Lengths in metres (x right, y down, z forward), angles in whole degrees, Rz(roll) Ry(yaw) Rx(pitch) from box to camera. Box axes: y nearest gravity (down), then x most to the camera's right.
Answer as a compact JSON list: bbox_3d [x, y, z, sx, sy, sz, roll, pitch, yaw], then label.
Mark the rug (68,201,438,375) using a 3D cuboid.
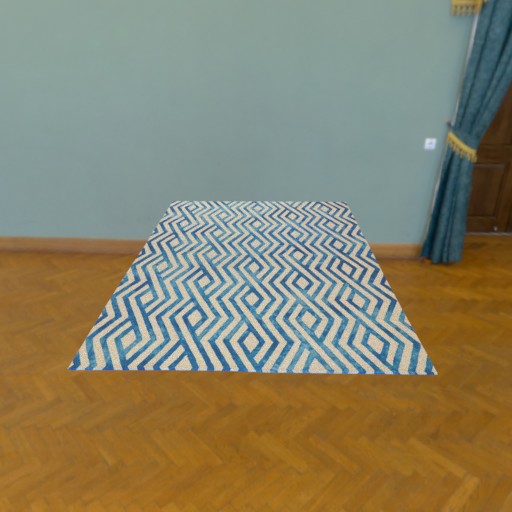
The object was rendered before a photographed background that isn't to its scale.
[{"bbox_3d":[0.000,0.000,2.291,1.225,0.008,1.830,0,25,1],"label":"rug"}]
